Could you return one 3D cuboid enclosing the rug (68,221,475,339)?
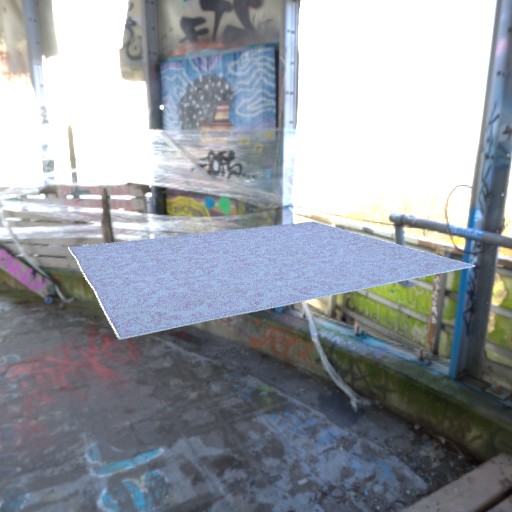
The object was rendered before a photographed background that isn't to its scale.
[{"bbox_3d":[0.000,0.000,4.093,2.980,0.012,2.363,-8,17,-27],"label":"rug"}]
